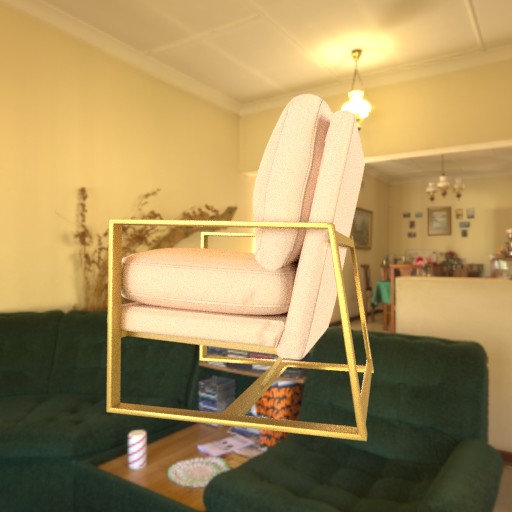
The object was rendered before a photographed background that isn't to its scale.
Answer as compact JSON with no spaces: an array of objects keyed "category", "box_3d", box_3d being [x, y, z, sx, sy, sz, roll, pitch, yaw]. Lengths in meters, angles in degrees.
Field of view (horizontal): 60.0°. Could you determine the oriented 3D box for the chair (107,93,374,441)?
[{"category":"chair","box_3d":[0.000,0.000,1.615,0.813,0.956,0.758,0,0,16]}]
